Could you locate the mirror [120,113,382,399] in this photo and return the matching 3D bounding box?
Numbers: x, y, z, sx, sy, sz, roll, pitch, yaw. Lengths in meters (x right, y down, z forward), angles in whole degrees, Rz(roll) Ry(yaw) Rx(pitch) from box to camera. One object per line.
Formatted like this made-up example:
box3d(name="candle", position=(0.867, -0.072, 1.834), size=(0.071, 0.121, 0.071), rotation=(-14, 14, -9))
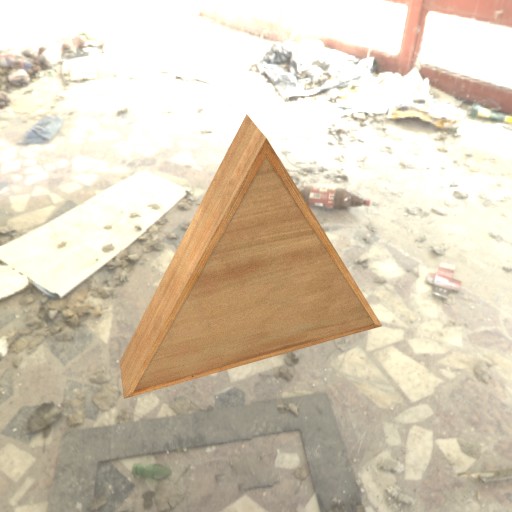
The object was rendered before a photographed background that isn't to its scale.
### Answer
box3d(name="mirror", position=(0.000, 0.000, 0.886), size=(0.631, 0.548, 0.100), rotation=(-12, 42, -14))
